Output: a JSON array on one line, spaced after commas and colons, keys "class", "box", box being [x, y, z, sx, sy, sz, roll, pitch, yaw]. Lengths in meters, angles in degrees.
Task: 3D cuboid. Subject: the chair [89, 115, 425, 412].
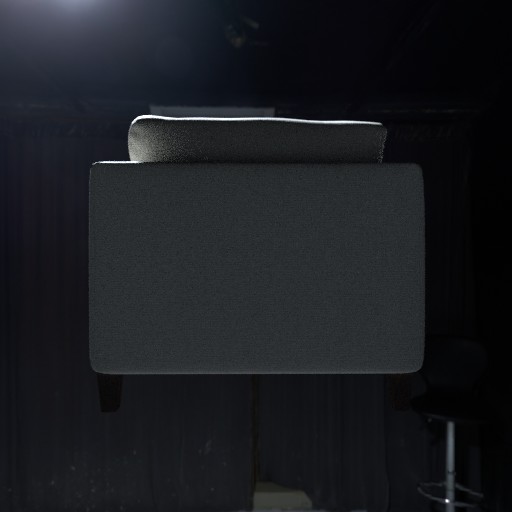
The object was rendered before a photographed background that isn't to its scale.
[{"class": "chair", "box": [0.000, 0.000, 1.738, 0.996, 0.919, 0.959, 0, 0, -1]}]
